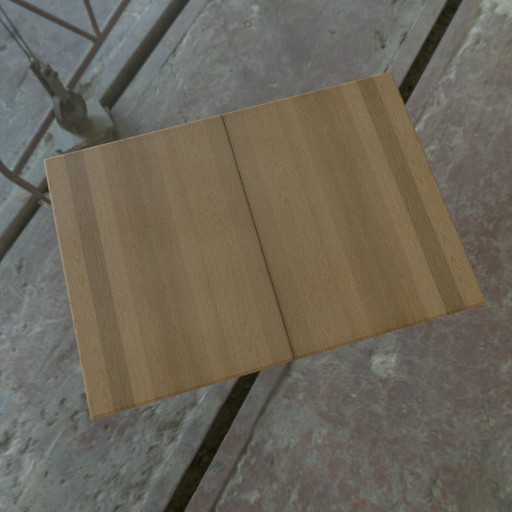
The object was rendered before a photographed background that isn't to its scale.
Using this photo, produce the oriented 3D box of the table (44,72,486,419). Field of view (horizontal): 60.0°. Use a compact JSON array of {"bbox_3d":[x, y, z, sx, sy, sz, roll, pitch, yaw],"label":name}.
[{"bbox_3d":[0.000,0.000,1.862,1.300,0.770,0.900,-15,76,-4],"label":"table"}]
